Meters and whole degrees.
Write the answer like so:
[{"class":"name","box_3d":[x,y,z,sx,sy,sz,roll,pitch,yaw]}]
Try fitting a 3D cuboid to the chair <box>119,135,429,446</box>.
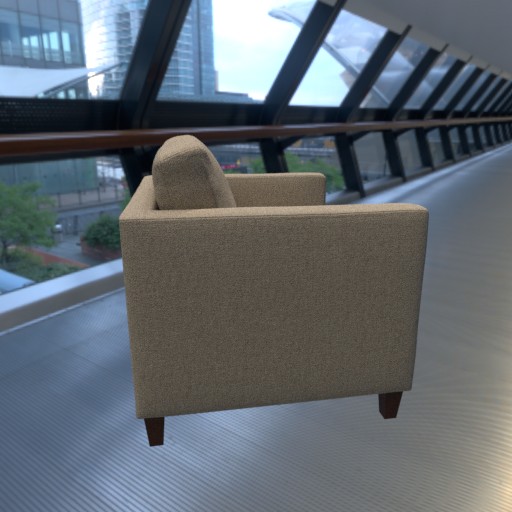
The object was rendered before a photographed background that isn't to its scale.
[{"class":"chair","box_3d":[0.000,0.000,1.842,0.959,0.961,1.107,-3,17,-10]}]
